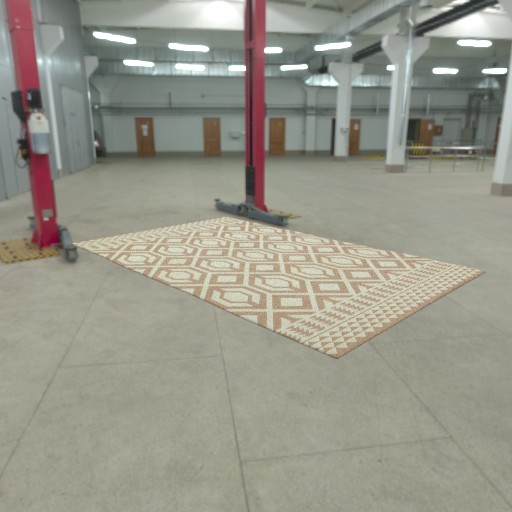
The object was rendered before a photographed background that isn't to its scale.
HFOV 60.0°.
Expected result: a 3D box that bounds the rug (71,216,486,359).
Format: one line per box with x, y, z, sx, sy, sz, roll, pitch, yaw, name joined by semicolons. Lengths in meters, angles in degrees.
0.000;0.000;3.009;1.526;0.011;2.435;-15;22;-42;rug
